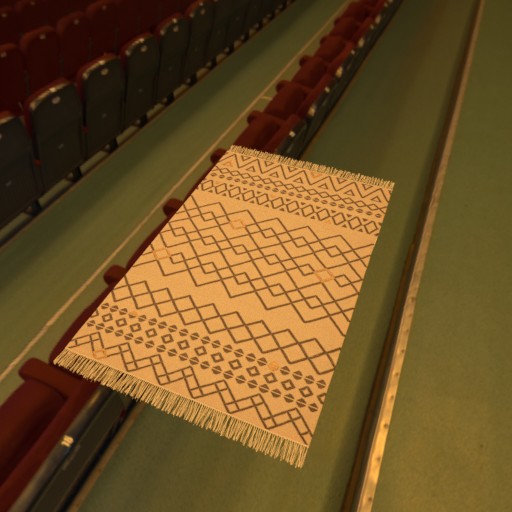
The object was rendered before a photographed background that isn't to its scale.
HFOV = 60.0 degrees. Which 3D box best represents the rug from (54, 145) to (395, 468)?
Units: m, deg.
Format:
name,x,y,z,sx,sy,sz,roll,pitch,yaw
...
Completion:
name,x,y,z,sx,sy,sz,roll,pitch,yaw
rug,0.000,0.000,2.540,1.224,0.028,2.023,17,48,15
